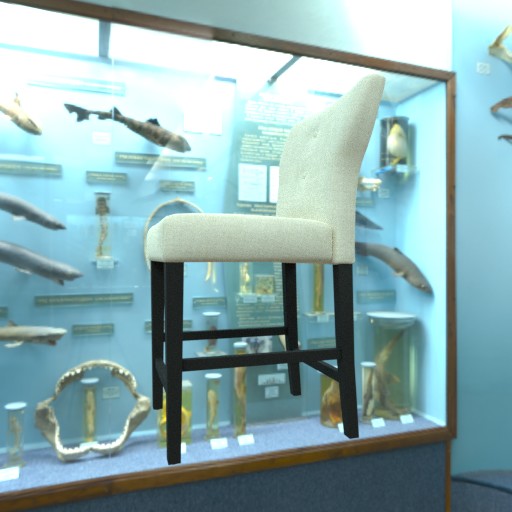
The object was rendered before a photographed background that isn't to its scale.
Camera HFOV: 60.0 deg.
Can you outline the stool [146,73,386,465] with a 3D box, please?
[{"bbox_3d":[0.000,0.000,1.305,0.603,0.972,0.514,0,0,-18],"label":"stool"}]
